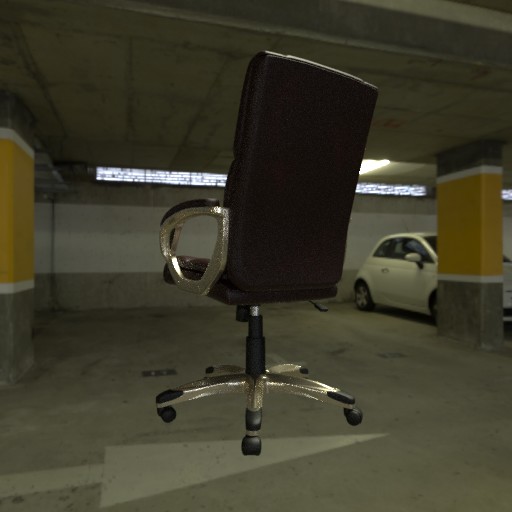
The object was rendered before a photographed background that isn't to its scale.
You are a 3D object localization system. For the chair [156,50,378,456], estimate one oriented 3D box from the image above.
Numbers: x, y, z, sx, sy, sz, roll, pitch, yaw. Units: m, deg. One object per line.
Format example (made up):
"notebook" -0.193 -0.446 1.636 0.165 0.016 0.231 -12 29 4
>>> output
"chair" 0.000 0.000 1.572 0.662 1.107 0.739 0 0 -35
